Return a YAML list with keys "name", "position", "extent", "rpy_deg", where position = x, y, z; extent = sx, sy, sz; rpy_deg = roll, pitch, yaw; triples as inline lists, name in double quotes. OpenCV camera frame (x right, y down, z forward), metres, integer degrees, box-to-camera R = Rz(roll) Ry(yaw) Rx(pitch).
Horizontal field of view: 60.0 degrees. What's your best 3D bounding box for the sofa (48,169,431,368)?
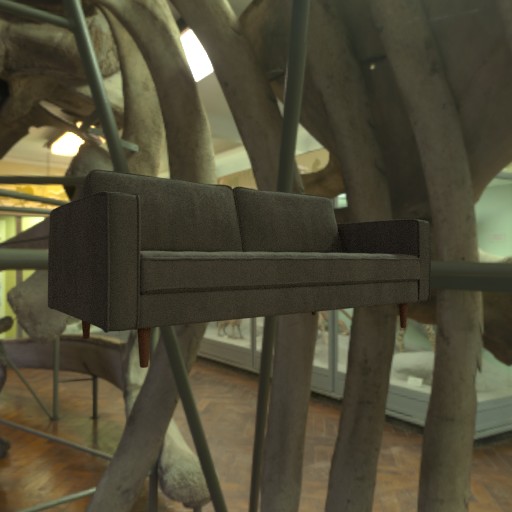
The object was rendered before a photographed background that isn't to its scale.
- name: "sofa"
  position: [0.000, 0.000, 2.387]
  extent: [1.920, 0.825, 0.924]
  rpy_deg: [0, -1, -37]
